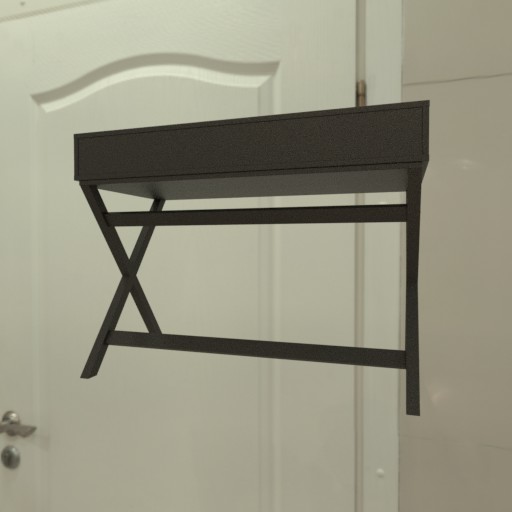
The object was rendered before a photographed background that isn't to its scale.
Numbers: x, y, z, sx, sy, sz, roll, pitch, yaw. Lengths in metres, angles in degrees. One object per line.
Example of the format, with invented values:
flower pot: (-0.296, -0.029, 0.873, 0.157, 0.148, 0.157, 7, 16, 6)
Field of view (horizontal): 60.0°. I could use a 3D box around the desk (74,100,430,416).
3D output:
desk: (0.000, 0.000, 1.494, 1.057, 0.780, 0.504, 0, 1, 18)
